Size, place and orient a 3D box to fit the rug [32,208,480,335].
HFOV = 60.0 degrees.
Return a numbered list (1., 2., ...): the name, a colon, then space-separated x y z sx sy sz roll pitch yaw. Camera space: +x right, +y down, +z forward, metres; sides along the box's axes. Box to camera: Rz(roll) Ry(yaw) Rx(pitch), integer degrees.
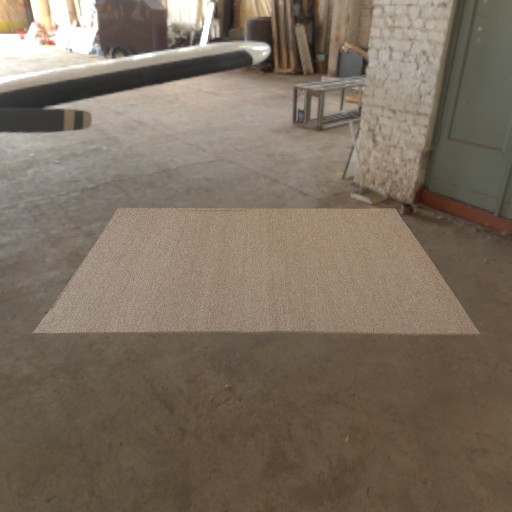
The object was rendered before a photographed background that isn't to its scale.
1. rug: 0.000 0.000 3.692 2.869 0.038 2.032 0 29 0
